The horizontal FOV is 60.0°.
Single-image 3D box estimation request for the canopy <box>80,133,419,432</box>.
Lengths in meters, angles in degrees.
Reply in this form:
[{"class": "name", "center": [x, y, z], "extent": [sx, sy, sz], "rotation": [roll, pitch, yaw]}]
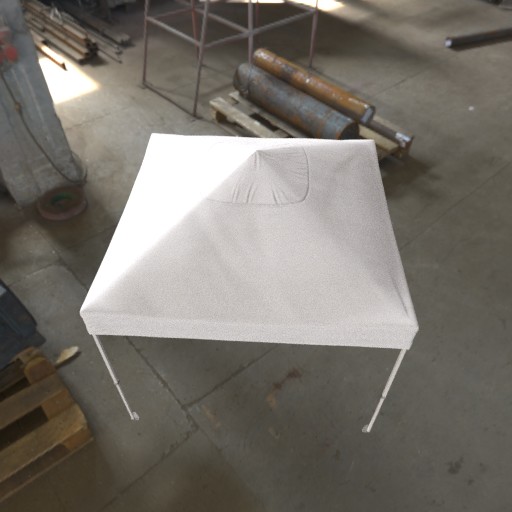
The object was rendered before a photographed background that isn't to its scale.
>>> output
[{"class": "canopy", "center": [0.000, 0.000, 5.421], "extent": [2.996, 2.997, 2.998], "rotation": [2, 47, 2]}]
